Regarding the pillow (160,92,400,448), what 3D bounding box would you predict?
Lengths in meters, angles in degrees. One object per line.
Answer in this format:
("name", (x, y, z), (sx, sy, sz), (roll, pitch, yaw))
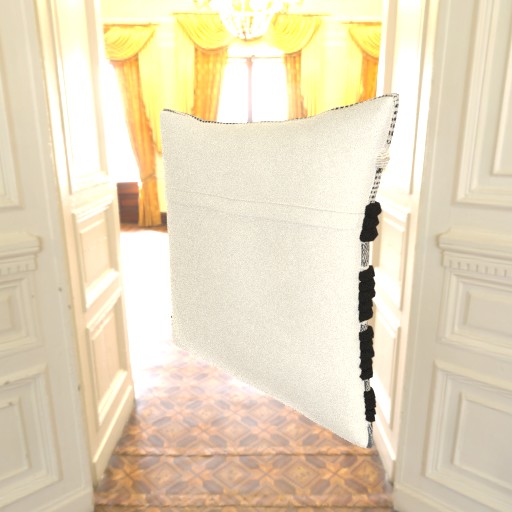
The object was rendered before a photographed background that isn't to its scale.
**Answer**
("pillow", (0.000, 0.000, 0.667), (0.436, 0.438, 0.156), (15, 21, 42))
